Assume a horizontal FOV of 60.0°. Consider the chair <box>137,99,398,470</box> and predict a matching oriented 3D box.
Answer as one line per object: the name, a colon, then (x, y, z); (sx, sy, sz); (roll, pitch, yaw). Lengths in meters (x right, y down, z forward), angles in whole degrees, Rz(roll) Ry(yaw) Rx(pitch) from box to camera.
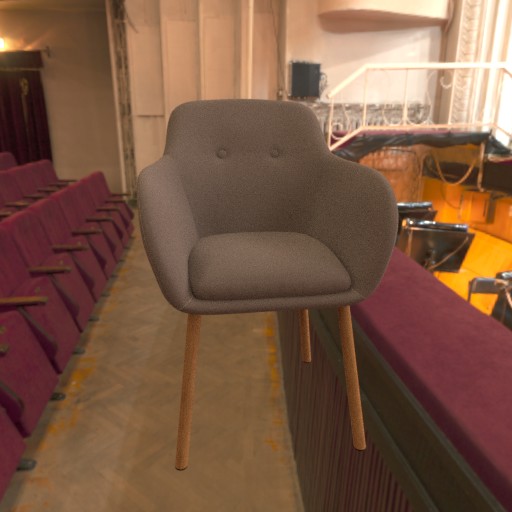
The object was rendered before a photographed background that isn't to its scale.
chair: (0.000, 0.000, 1.200); (0.570, 0.830, 0.590); (-2, 17, -8)
